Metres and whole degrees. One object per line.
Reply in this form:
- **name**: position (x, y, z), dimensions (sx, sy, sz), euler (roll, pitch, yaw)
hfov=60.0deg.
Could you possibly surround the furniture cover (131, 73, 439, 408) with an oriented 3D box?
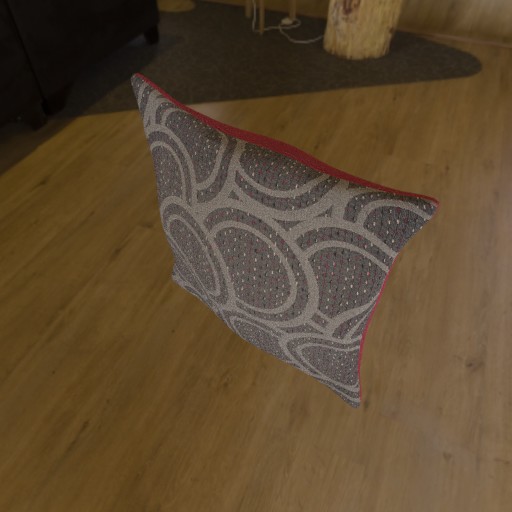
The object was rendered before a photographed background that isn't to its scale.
- **furniture cover**: position (0.000, 0.000, 0.781), dimensions (0.514, 0.513, 0.163), euler (31, 54, 26)
